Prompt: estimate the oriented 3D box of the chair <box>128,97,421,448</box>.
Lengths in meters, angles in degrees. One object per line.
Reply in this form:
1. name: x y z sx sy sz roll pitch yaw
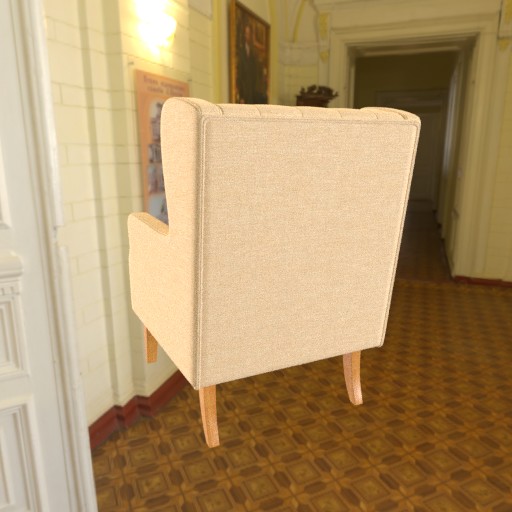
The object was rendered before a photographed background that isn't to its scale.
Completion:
1. chair: 0.000 0.000 1.472 0.710 0.930 0.760 -6 15 -24
